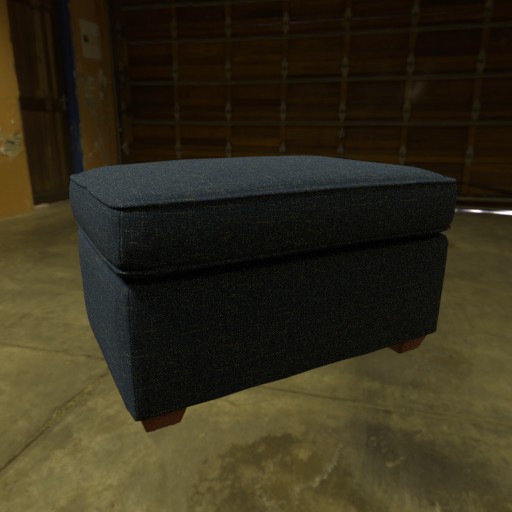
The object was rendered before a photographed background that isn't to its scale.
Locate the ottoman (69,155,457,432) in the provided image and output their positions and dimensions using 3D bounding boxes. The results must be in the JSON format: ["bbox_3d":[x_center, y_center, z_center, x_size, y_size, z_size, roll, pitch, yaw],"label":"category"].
[{"bbox_3d":[0.000,0.000,1.045,0.749,0.450,0.549,-8,18,-27],"label":"ottoman"}]
